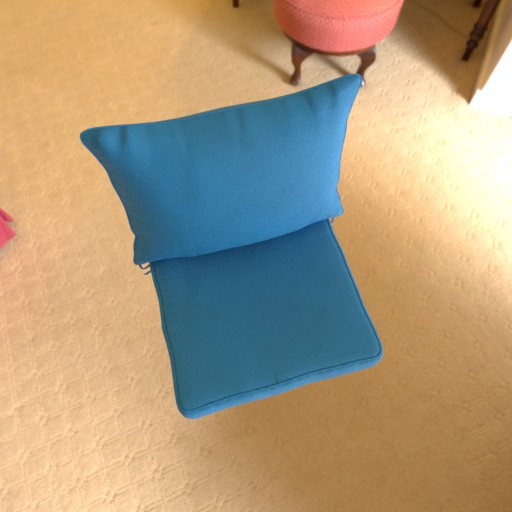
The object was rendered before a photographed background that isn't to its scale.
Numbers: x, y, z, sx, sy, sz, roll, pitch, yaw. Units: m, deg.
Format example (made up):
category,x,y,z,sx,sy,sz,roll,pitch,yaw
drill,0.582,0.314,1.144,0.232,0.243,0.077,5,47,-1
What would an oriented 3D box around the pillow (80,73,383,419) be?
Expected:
category,x,y,z,sx,sy,sz,roll,pitch,yaw
pillow,0.000,0.000,1.353,0.798,0.725,0.733,-14,64,-7
